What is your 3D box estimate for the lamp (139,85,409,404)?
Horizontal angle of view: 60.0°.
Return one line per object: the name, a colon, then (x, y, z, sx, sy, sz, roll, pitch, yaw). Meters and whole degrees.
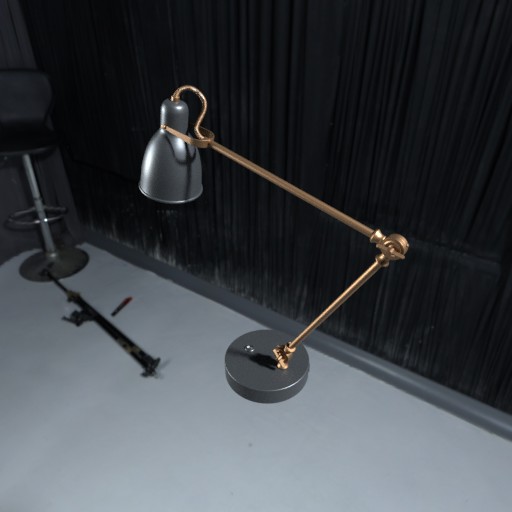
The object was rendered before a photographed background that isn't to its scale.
lamp: (0.000, 0.000, 0.858, 0.561, 0.587, 0.187, 21, 38, 30)
